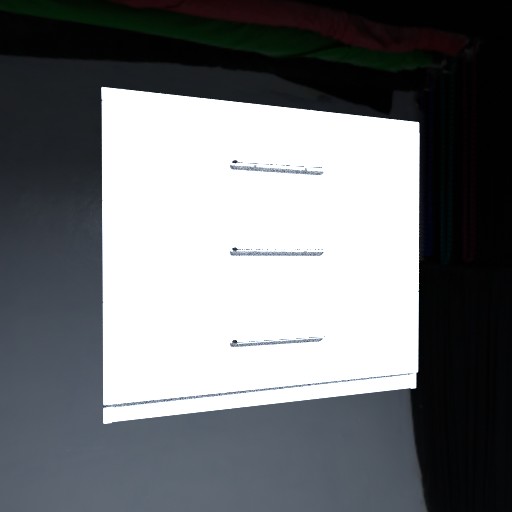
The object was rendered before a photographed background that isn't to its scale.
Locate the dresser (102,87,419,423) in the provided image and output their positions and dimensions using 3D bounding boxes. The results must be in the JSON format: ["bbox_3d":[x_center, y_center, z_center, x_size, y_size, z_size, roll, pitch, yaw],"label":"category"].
[{"bbox_3d":[0.000,0.000,1.279,0.830,0.740,0.420,0,1,-18],"label":"dresser"}]
